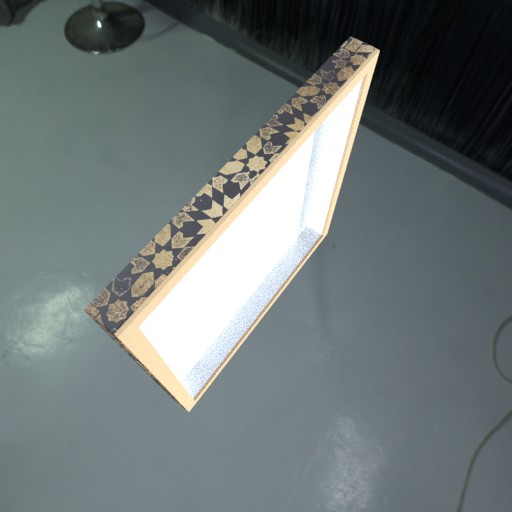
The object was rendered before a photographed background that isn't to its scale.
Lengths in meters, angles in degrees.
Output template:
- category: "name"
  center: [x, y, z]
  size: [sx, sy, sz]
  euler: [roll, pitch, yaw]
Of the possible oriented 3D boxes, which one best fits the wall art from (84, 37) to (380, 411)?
- category: "wall art"
  center: [0.000, 0.000, 0.598]
  size: [0.038, 0.405, 0.405]
  euler: [34, 68, 16]
